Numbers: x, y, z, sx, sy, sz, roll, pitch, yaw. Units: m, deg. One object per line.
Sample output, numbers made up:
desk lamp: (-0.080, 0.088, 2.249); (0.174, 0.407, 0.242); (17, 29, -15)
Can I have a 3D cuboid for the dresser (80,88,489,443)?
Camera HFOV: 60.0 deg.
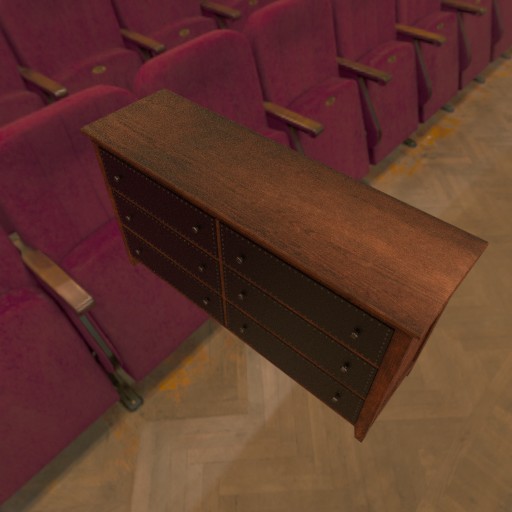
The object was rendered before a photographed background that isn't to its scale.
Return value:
dresser: (0.000, 0.000, 1.938); (1.551, 0.856, 0.463); (33, 55, 26)
